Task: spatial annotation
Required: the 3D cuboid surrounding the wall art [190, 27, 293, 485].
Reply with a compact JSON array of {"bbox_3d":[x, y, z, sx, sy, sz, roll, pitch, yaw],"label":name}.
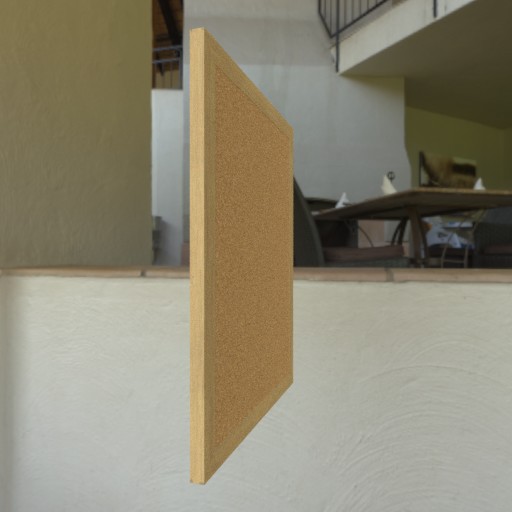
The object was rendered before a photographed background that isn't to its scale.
[{"bbox_3d":[0.000,0.000,0.764,0.020,0.561,0.460,0,0,18],"label":"wall art"}]
